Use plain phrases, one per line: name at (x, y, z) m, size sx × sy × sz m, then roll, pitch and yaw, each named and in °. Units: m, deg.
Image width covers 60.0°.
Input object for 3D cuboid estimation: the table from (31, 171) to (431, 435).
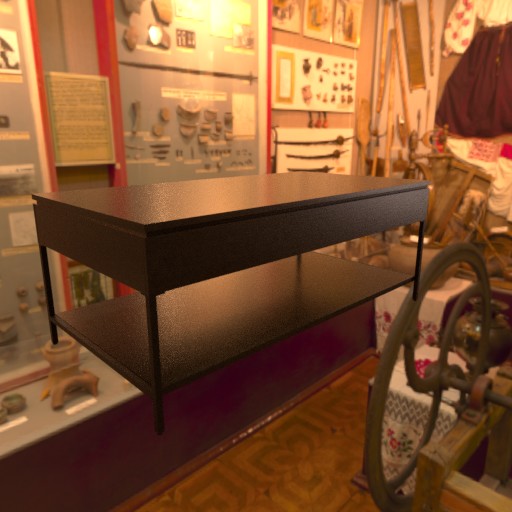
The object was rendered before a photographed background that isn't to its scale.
table at (0.000, 0.000, 1.395) m, size 1.095 × 0.435 × 0.574 m, roll -14°, pitch 21°, yaw -42°
